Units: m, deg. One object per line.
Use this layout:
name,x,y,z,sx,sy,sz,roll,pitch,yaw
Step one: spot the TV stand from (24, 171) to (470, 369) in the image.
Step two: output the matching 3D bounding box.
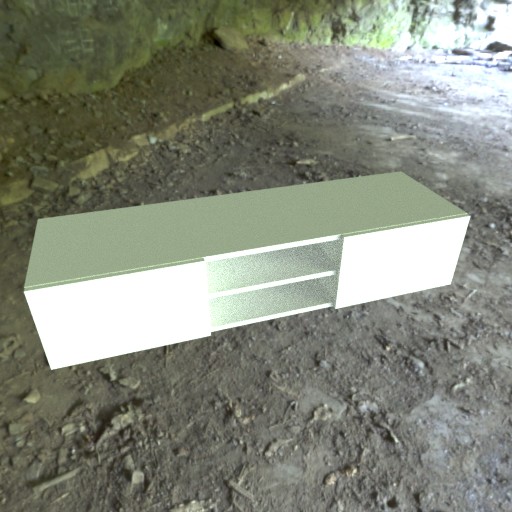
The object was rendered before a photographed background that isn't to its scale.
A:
TV stand,0.000,0.000,1.579,1.400,0.310,0.420,-10,34,-15
